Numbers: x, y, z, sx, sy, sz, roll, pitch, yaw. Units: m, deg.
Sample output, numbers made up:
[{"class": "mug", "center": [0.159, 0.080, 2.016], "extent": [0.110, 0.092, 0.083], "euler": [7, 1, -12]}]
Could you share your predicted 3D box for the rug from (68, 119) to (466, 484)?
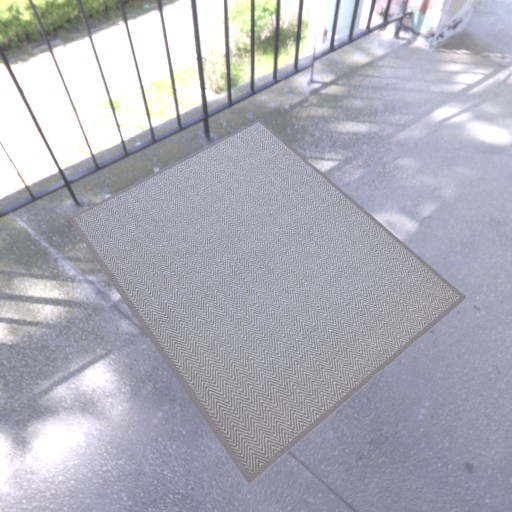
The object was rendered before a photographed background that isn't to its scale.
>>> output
[{"class": "rug", "center": [0.000, 0.000, 4.184], "extent": [2.434, 0.032, 3.007], "euler": [-33, 63, -19]}]
